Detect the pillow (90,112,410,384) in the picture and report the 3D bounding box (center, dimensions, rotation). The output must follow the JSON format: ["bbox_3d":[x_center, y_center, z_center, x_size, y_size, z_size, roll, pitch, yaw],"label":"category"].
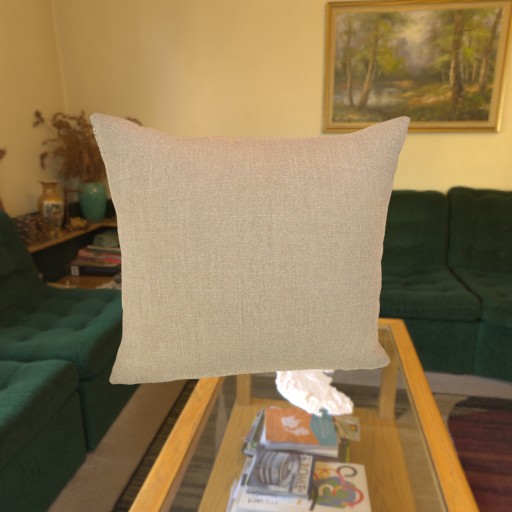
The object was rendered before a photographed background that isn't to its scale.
[{"bbox_3d":[0.000,0.000,0.796,0.546,0.487,0.180,-2,15,-8],"label":"pillow"}]
